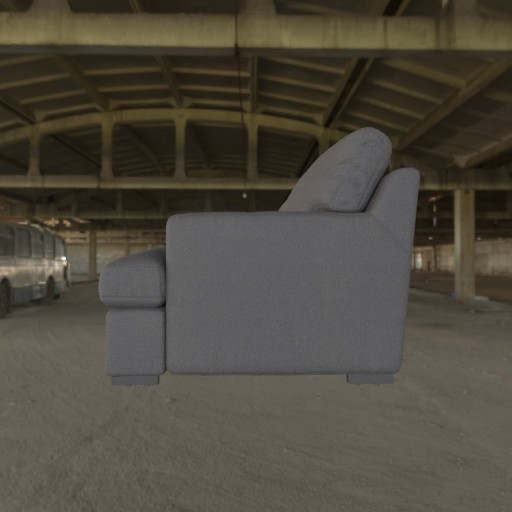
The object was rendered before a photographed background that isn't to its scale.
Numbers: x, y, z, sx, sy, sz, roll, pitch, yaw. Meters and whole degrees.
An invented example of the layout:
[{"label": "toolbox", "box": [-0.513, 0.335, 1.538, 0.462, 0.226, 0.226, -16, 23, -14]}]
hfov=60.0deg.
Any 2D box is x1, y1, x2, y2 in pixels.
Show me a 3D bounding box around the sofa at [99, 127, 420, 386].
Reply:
[{"label": "sofa", "box": [0.000, 0.000, 2.446, 1.143, 0.940, 1.880, 0, -1, -1]}]
